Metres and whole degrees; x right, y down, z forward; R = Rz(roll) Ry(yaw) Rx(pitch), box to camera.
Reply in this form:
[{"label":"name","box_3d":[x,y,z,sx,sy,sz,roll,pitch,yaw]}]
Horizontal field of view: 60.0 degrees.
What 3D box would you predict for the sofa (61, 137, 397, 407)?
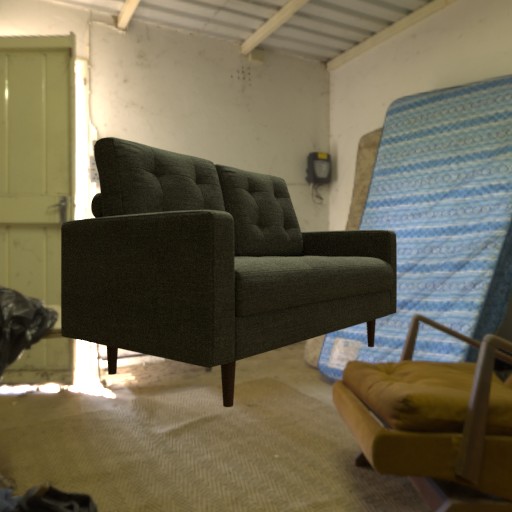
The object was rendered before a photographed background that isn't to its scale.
[{"label":"sofa","box_3d":[0.000,0.000,1.975,0.842,0.907,1.407,0,0,37]}]
